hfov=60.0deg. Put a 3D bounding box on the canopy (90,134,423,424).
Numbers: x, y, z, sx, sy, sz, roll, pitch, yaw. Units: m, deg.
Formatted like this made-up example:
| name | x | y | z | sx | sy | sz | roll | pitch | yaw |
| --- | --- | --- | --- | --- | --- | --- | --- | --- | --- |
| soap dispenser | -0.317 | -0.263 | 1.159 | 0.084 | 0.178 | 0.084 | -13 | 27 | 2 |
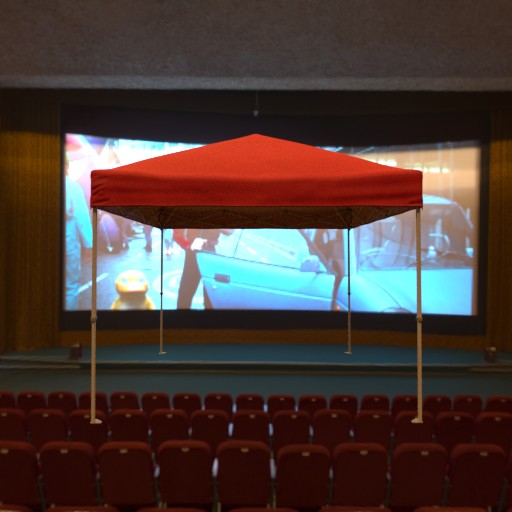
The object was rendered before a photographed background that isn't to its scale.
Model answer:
| name | x | y | z | sx | sy | sz | roll | pitch | yaw |
| --- | --- | --- | --- | --- | --- | --- | --- | --- | --- |
| canopy | 0.000 | 0.000 | 5.435 | 2.996 | 2.997 | 2.998 | 0 | 0 | 0 |
